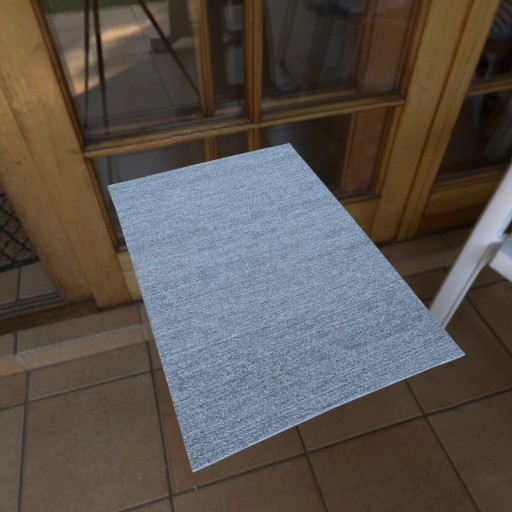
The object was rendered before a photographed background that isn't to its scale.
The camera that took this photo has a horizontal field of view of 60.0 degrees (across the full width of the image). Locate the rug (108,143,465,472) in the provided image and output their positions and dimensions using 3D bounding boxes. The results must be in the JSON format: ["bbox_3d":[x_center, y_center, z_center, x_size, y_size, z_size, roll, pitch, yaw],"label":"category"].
[{"bbox_3d":[0.000,0.000,3.030,1.616,0.030,2.338,-17,49,-15],"label":"rug"}]
